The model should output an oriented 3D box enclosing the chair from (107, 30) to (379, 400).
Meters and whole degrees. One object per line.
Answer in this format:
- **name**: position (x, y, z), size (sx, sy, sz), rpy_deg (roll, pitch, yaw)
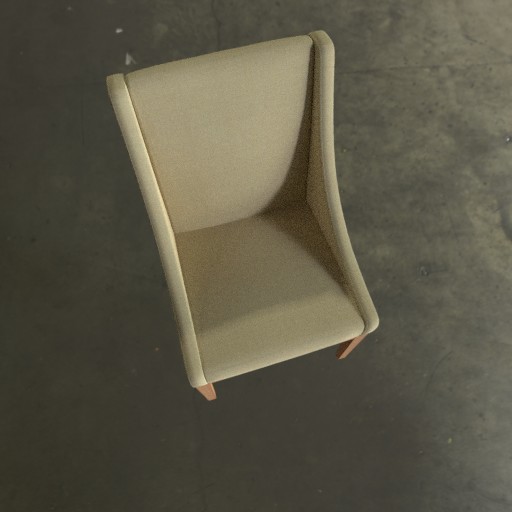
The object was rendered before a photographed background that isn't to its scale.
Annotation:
- **chair**: position (0.000, 0.000, 1.352), size (0.575, 1.021, 0.611), rpy_deg (-16, 65, -7)
